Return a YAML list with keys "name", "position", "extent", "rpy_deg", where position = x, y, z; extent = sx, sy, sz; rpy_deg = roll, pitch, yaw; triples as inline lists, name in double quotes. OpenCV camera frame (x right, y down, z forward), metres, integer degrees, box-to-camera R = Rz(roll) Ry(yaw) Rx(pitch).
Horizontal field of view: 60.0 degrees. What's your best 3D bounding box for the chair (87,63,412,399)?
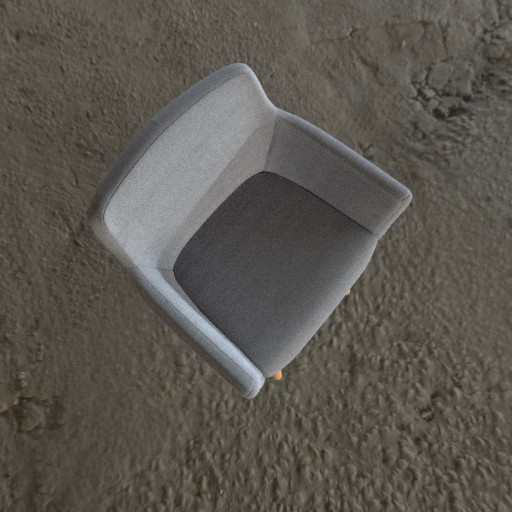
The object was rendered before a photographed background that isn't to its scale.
- name: "chair"
  position: [0.000, 0.000, 1.186]
  extent: [0.540, 0.780, 0.570]
  rpy_deg: [39, 78, 10]
